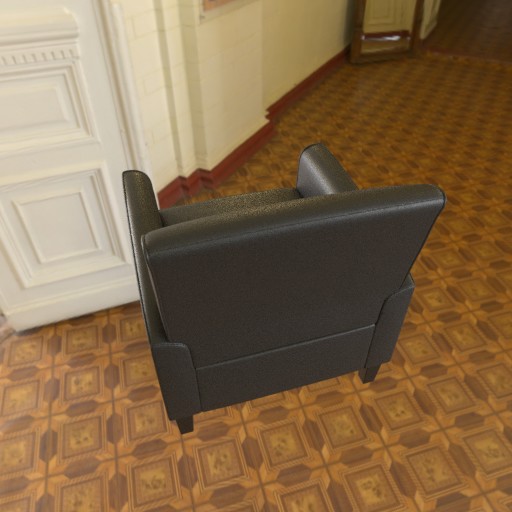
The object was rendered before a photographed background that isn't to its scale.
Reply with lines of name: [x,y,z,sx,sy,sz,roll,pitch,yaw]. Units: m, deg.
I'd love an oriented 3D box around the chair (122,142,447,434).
chair: [0.000,0.000,1.573,0.820,0.916,0.819,-11,42,-13]
